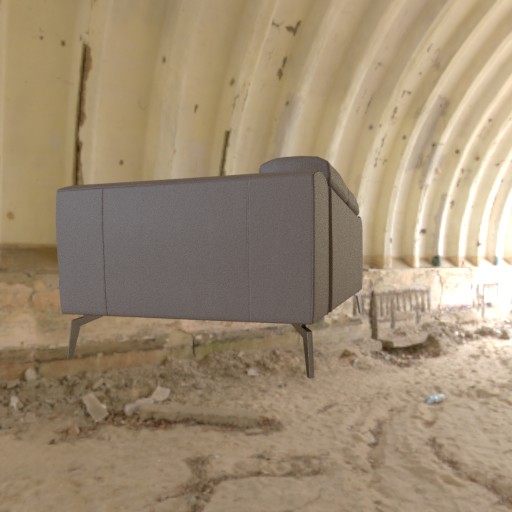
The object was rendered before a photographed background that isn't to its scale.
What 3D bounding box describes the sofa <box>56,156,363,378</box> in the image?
[{"bbox_3d":[0.000,0.000,2.384,1.003,0.779,1.895,0,-1,18],"label":"sofa"}]
